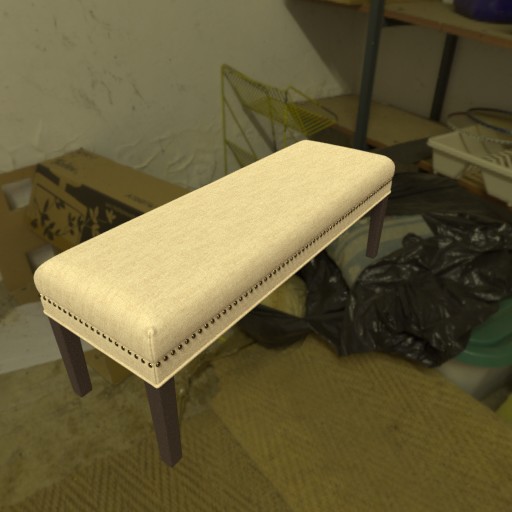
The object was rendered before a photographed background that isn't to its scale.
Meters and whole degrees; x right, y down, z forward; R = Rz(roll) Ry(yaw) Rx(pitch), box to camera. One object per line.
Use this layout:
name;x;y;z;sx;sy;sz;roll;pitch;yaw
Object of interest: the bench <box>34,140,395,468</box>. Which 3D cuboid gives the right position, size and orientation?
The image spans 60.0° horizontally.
bench;0.000;0.000;1.439;0.410;0.457;1.219;21;37;30
